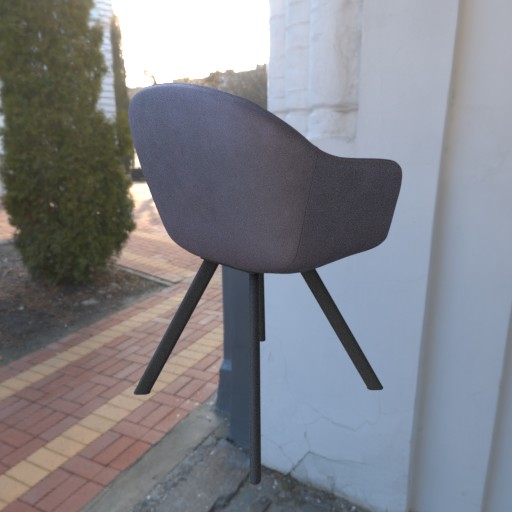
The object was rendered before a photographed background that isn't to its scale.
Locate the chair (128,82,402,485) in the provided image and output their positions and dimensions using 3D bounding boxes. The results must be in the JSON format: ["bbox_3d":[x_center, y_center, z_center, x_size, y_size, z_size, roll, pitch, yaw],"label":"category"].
[{"bbox_3d":[0.000,0.000,1.124,0.567,0.781,0.544,15,21,43],"label":"chair"}]
